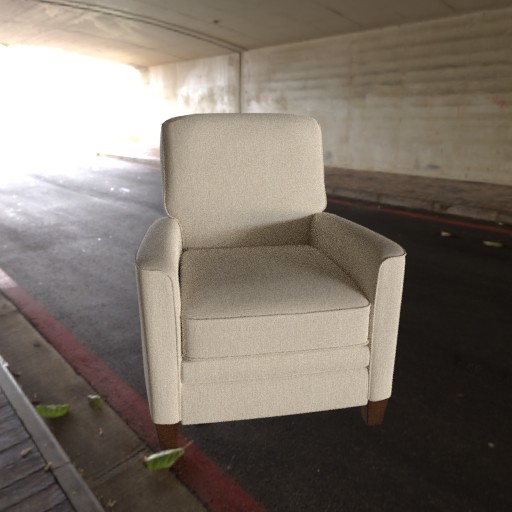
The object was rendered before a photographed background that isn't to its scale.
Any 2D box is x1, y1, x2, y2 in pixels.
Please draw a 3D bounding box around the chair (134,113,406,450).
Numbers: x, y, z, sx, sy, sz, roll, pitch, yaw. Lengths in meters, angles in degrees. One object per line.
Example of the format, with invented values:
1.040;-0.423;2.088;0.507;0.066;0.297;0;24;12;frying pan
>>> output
0.000;0.000;1.672;0.841;1.028;0.858;-3;18;-9;chair
